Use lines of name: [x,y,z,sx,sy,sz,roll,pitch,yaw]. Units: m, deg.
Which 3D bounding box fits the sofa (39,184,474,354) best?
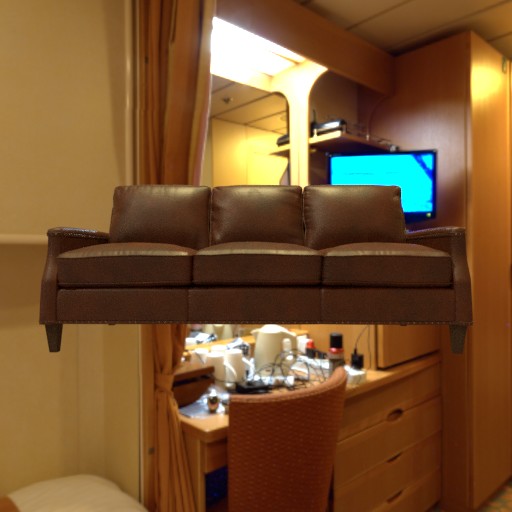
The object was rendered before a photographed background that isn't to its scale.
sofa: [0.000,0.000,2.786,2.240,1.003,1.084,0,0,1]
